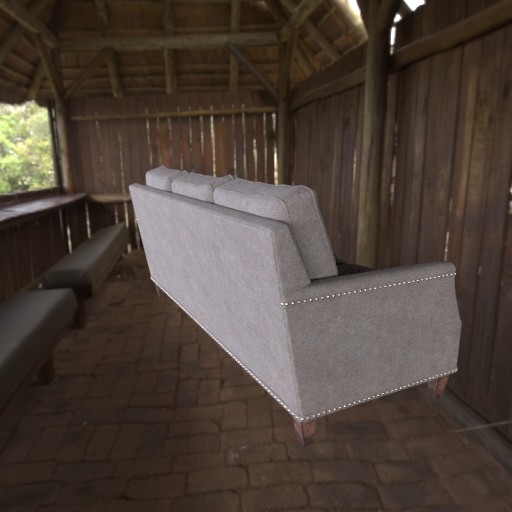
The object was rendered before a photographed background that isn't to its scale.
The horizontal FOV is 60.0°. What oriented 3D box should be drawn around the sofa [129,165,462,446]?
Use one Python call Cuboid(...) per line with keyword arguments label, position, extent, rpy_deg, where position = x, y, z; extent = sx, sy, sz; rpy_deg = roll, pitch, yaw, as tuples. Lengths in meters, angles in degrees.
Cuboid(label="sofa", position=(0.000, 0.000, 2.720), extent=(1.034, 1.042, 2.226), rpy_deg=(-7, 15, -27))
